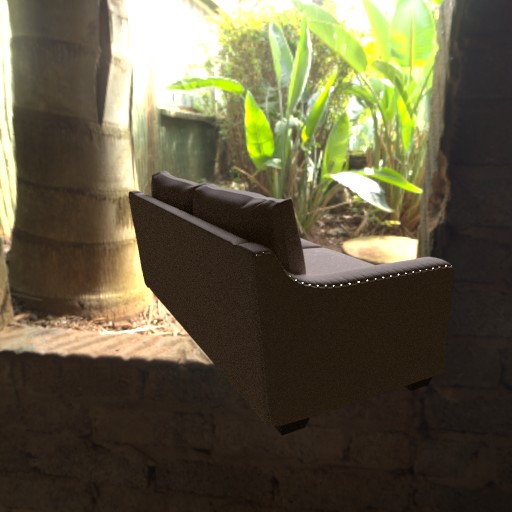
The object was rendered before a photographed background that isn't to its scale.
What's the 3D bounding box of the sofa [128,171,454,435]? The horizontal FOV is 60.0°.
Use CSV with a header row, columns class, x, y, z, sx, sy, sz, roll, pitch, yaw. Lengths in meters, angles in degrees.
class,x,y,z,sx,sy,sz,roll,pitch,yaw
sofa,0.000,0.000,2.590,1.030,0.901,1.967,-8,17,-26
